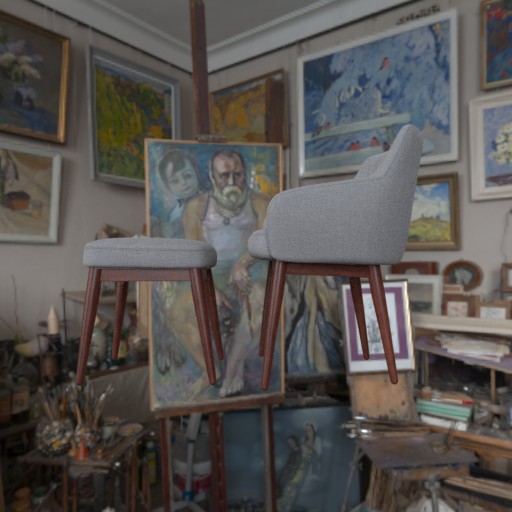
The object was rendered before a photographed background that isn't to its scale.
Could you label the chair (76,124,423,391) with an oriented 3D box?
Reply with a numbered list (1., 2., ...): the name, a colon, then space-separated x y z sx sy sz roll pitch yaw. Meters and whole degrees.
1. chair: 0.000 0.000 1.542 1.107 0.799 0.584 0 -1 0
